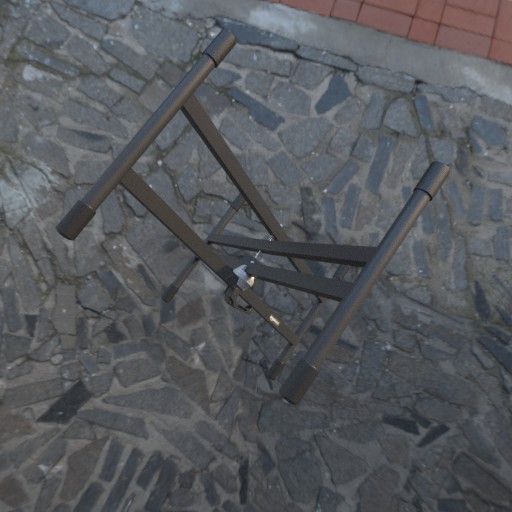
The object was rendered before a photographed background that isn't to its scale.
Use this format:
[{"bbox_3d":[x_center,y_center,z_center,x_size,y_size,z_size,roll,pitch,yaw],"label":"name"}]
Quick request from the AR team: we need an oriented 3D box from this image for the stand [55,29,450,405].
[{"bbox_3d":[0.000,0.000,1.195,0.503,0.900,0.495,35,79,7],"label":"stand"}]
